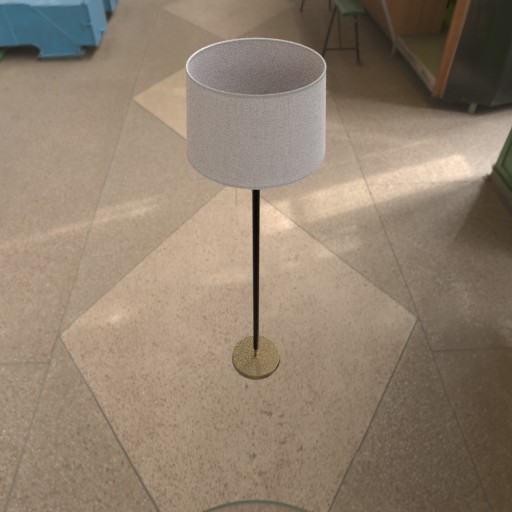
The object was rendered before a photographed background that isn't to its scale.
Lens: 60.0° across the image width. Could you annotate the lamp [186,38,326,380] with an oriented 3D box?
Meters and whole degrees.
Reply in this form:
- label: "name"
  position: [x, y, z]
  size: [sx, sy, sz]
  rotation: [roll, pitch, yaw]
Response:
- label: "lamp"
  position: [0.000, 0.000, 1.684]
  size: [0.420, 1.447, 0.420]
  rotation: [0, 45, 0]
